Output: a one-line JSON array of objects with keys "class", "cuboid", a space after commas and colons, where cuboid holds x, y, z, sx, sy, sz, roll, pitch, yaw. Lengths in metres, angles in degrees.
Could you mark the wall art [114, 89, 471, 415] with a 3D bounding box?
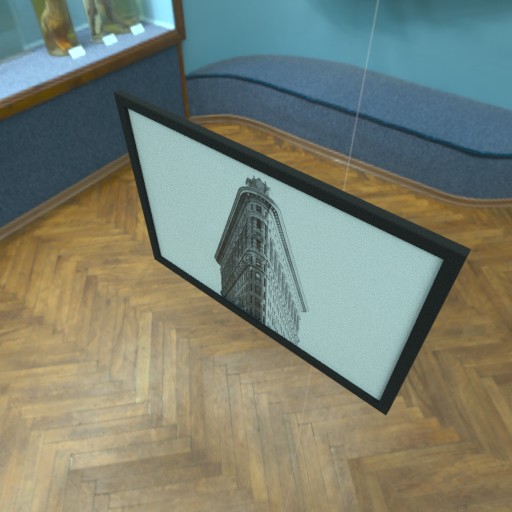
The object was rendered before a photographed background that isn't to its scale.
[{"class": "wall art", "cuboid": [0.000, 0.000, 1.222, 0.958, 0.656, 0.026, 31, 54, 26]}]
